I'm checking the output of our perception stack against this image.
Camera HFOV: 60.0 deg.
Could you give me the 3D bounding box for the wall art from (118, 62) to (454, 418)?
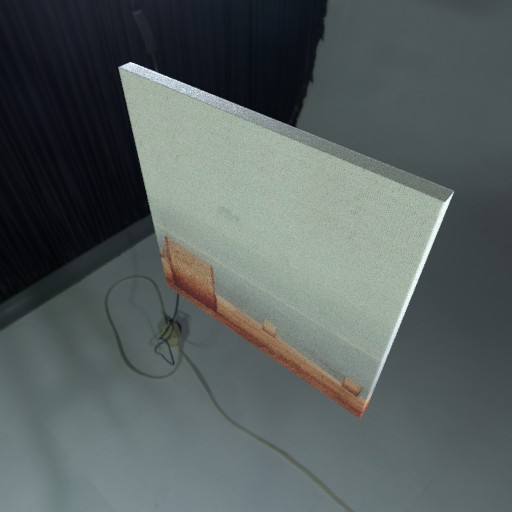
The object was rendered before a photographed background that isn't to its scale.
[{"bbox_3d":[0.000,0.000,1.114,0.760,0.760,0.042,30,53,26],"label":"wall art"}]
